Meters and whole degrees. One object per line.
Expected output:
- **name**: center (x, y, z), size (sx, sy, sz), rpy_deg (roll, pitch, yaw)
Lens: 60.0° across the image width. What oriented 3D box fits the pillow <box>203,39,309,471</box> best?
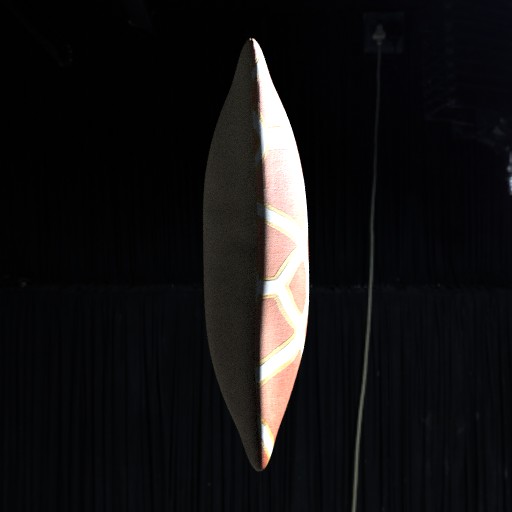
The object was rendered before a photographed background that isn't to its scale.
- **pillow**: center (0.000, 0.000, 0.790), size (0.166, 0.508, 0.552), rpy_deg (0, -1, 0)
